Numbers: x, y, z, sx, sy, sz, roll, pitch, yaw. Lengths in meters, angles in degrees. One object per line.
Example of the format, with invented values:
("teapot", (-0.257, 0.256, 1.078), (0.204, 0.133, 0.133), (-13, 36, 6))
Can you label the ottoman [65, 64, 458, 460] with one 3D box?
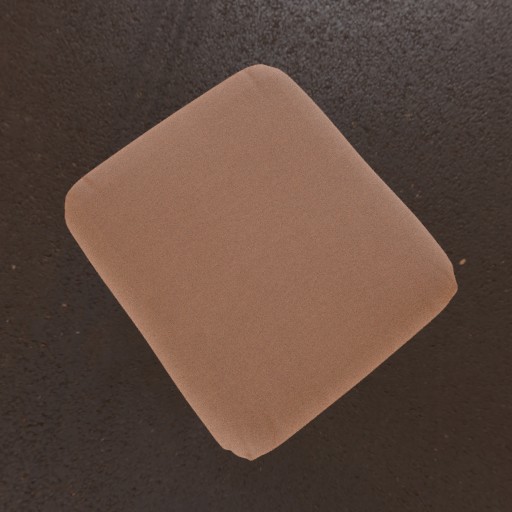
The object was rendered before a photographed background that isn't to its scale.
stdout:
("ottoman", (0.000, 0.000, 1.127), (0.639, 0.450, 0.746), (-37, 80, -8))
